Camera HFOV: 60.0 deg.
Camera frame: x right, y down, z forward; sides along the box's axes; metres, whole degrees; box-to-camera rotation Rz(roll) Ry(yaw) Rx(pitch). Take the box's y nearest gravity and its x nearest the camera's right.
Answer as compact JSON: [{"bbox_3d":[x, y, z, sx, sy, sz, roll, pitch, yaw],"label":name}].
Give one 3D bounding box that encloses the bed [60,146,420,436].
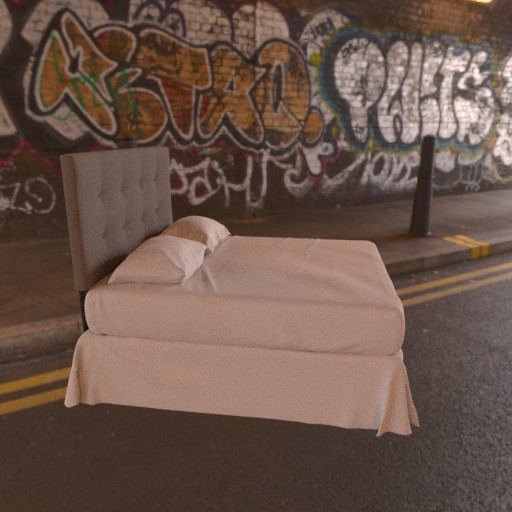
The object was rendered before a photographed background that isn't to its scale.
[{"bbox_3d":[0.000,0.000,3.380,2.222,1.577,1.936,2,16,9],"label":"bed"}]
